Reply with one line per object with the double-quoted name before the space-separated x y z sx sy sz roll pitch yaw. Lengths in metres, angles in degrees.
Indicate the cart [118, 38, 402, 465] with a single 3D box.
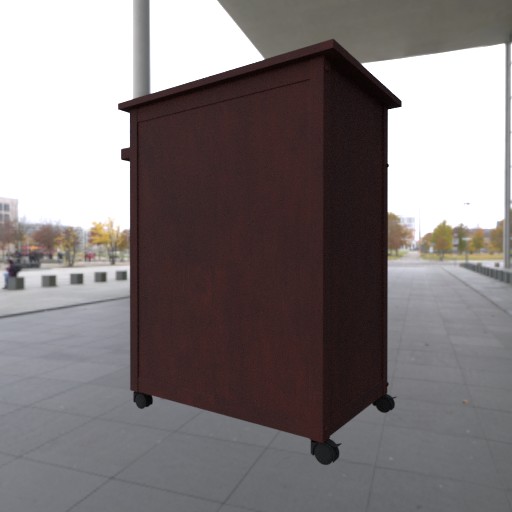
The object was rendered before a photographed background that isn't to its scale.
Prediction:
"cart" 0.000 0.000 1.254 0.683 0.864 0.442 0 1 35
